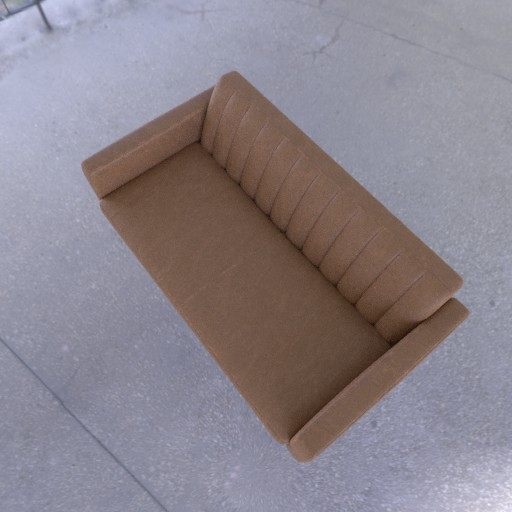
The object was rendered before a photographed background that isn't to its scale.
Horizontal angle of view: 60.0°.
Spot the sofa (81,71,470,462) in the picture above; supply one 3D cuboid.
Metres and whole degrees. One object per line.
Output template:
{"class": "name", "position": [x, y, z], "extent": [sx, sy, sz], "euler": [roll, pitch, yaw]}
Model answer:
{"class": "sofa", "position": [0.000, 0.000, 2.345], "extent": [0.993, 0.821, 1.847], "euler": [-36, 69, -16]}
